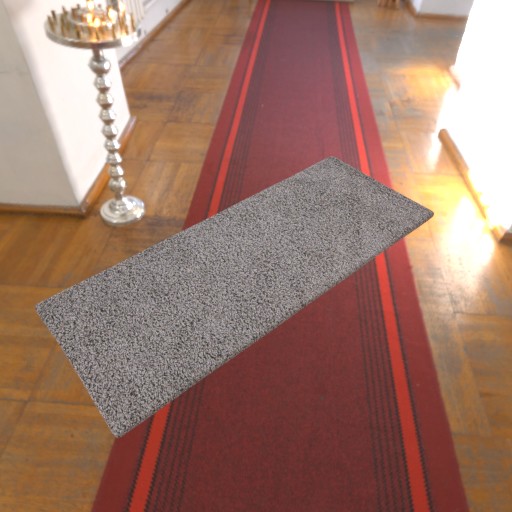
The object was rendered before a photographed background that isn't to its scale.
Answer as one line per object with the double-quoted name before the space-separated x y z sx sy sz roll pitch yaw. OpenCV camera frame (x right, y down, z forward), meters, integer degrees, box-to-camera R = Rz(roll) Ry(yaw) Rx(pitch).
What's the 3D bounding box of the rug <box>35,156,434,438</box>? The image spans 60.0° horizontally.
"rug" 0.000 0.000 1.740 1.524 0.030 0.609 -30 52 -28
